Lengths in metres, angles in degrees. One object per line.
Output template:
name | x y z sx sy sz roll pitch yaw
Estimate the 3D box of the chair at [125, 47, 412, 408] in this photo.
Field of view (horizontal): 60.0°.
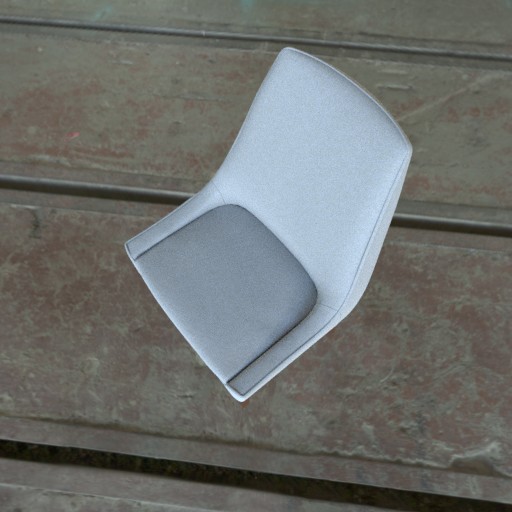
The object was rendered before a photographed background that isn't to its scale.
chair | 0.000 0.000 1.176 0.544 0.861 0.529 -36 69 -16
